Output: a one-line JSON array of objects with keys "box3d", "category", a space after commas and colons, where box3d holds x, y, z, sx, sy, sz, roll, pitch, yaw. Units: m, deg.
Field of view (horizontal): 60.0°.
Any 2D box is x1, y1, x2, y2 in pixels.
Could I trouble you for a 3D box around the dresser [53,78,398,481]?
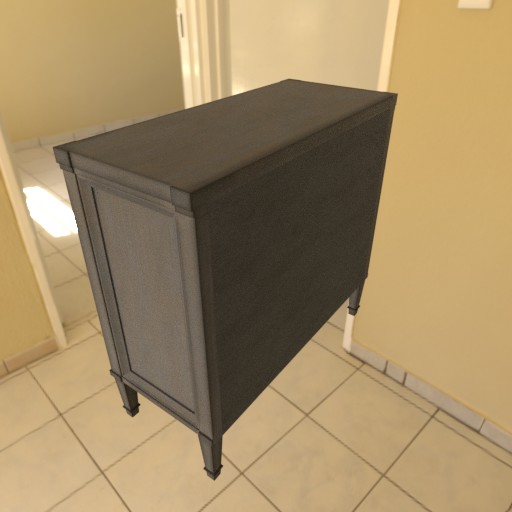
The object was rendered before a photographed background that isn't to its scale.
[{"box3d": [0.000, 0.000, 1.575, 0.463, 0.986, 1.049, 22, 38, 30], "category": "dresser"}]
